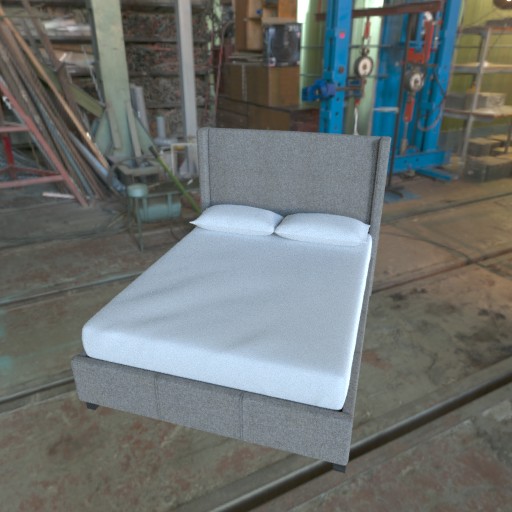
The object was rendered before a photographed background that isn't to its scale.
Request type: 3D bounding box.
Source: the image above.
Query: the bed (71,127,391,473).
[{"bbox_3d":[0.000,0.000,3.317,1.714,1.481,2.245,7,26,15],"label":"bed"}]
